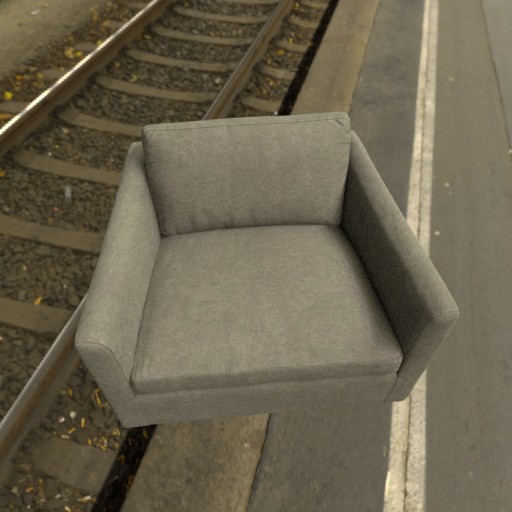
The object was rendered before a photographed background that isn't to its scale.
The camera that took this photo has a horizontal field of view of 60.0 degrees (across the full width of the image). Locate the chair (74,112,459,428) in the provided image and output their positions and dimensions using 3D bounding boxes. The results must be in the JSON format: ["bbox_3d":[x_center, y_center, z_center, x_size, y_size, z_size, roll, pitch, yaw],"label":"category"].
[{"bbox_3d":[0.000,0.000,1.865,1.190,0.845,1.091,-4,48,-4],"label":"chair"}]
